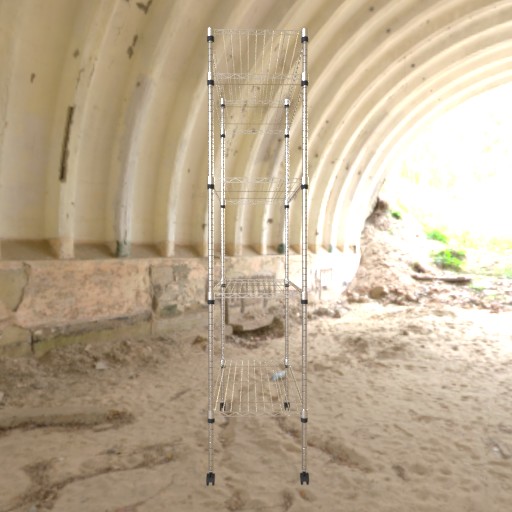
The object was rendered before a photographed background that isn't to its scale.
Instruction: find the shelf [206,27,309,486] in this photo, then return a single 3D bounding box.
[{"bbox_3d":[0.000,0.000,1.898,0.356,1.587,0.762,0,1,-1],"label":"shelf"}]
